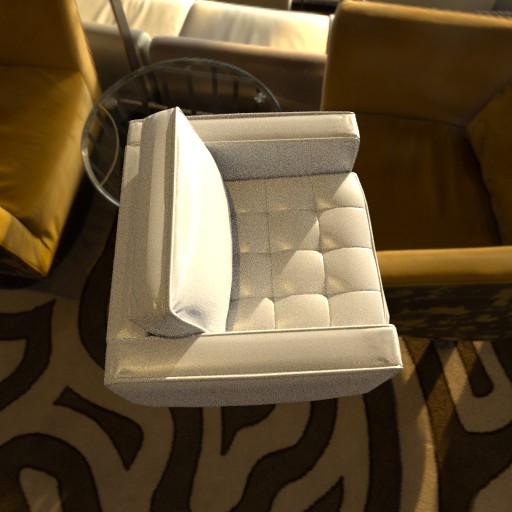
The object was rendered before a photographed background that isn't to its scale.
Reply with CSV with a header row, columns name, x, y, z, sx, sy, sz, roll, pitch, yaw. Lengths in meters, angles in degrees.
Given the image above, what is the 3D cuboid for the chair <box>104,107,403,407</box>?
name,x,y,z,sx,sy,sz,roll,pitch,yaw
chair,0.000,0.000,1.503,0.843,0.773,0.928,-2,64,-1
